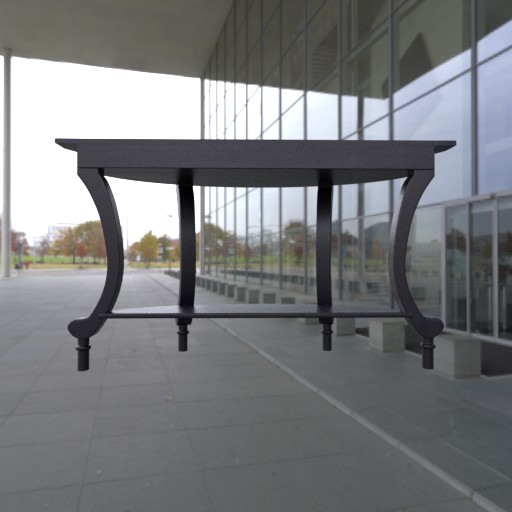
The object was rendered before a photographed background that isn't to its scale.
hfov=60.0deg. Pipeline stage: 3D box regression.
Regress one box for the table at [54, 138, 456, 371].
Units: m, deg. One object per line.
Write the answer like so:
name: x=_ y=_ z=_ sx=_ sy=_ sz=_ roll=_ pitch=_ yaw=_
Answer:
table: x=0.000 y=0.000 z=1.515 sx=1.198 sy=0.692 sz=0.394 roll=0 pitch=-1 yaw=-1
